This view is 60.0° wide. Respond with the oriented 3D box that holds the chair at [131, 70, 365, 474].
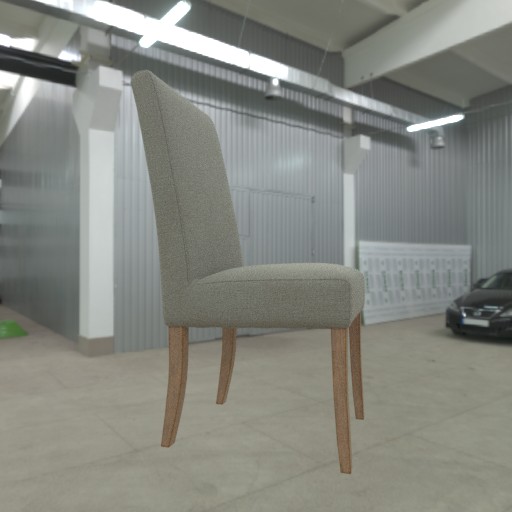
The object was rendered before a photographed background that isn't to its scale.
[{"bbox_3d":[0.000,0.000,1.337,0.611,1.033,0.450,0,-1,18],"label":"chair"}]
